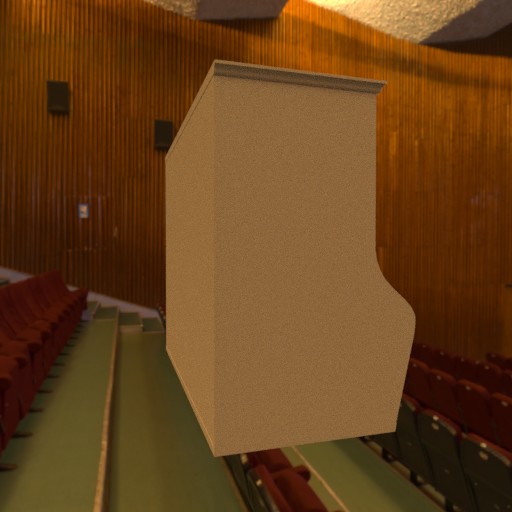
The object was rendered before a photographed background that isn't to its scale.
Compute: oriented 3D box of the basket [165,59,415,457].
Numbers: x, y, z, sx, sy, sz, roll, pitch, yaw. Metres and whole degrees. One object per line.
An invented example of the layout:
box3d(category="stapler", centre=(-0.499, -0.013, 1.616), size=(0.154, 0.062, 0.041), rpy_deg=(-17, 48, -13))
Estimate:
box3d(category="basket", centre=(0.000, 0.000, 1.125), size=(0.376, 0.625, 0.792), rpy_deg=(0, 1, -17))
